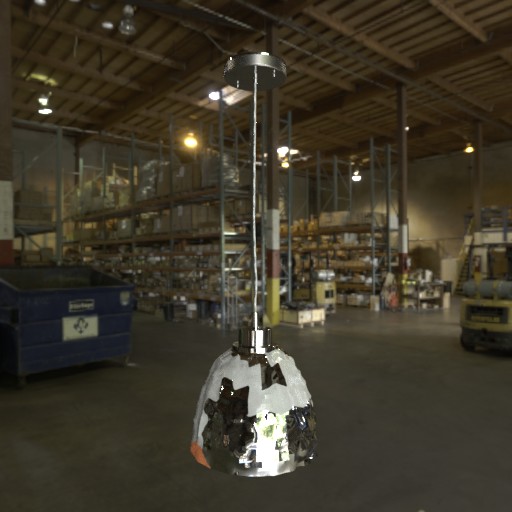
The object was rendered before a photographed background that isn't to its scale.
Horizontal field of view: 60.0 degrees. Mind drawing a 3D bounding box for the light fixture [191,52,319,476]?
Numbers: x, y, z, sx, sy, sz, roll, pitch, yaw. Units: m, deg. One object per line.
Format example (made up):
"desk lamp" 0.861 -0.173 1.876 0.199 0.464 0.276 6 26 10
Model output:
"light fixture" 0.000 0.000 1.762 0.496 1.511 0.500 -1 -1 36
